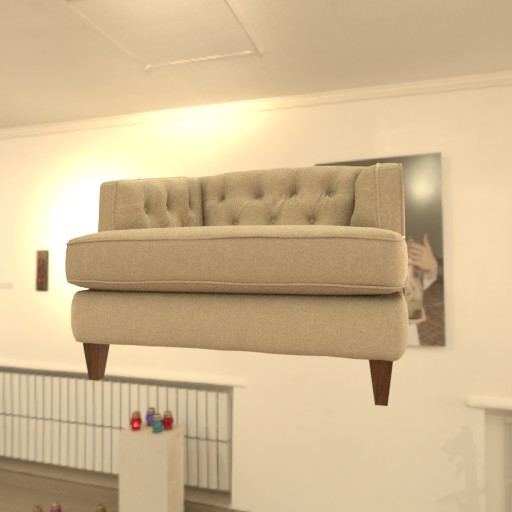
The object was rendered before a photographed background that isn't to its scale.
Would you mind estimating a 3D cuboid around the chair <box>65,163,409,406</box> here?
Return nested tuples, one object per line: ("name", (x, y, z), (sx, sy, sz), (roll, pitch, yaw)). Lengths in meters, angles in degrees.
("chair", (0.000, 0.000, 1.735), (1.104, 0.852, 0.941), (0, -1, 17))
